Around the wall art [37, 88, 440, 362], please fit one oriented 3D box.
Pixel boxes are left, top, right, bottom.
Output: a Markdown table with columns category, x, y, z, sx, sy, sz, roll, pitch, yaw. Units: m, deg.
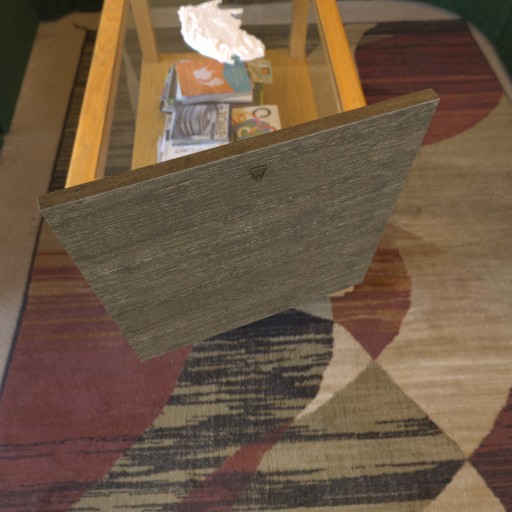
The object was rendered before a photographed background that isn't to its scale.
| category | x | y | z | sx | sy | sz | roll | pitch | yaw |
| --- | --- | --- | --- | --- | --- | --- | --- | --- | --- |
| wall art | 0.000 | 0.000 | 0.678 | 0.462 | 0.459 | 0.027 | -18 | 60 | -11 |
